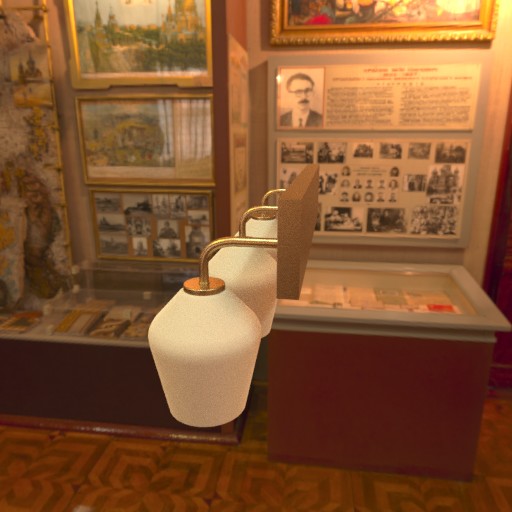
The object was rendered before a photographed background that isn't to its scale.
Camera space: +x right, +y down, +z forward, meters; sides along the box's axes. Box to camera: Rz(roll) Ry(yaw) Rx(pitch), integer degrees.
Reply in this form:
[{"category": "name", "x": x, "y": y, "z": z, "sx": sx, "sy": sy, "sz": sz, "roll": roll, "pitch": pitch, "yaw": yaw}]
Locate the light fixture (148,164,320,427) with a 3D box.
[{"category": "light fixture", "x": 0.000, "y": 0.000, "z": 0.769, "sx": 0.190, "sy": 0.280, "sz": 0.609, "roll": 3, "pitch": 16, "yaw": 10}]
